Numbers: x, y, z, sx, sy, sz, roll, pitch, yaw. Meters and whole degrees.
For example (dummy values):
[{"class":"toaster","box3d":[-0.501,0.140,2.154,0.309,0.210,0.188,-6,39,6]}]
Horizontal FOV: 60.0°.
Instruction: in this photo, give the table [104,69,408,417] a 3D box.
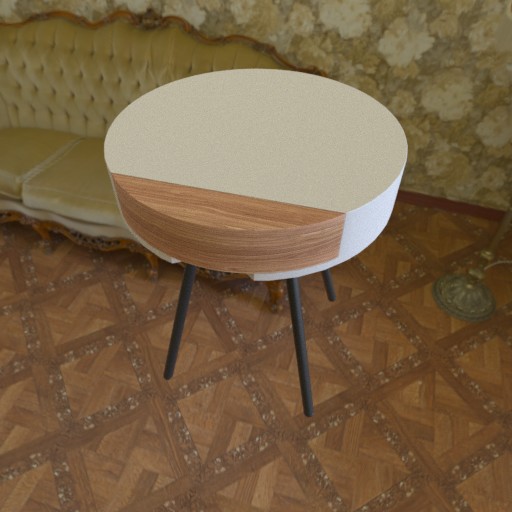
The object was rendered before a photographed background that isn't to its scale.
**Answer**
[{"class":"table","box3d":[0.000,0.000,0.835,0.450,0.525,0.450,0,46,0]}]
